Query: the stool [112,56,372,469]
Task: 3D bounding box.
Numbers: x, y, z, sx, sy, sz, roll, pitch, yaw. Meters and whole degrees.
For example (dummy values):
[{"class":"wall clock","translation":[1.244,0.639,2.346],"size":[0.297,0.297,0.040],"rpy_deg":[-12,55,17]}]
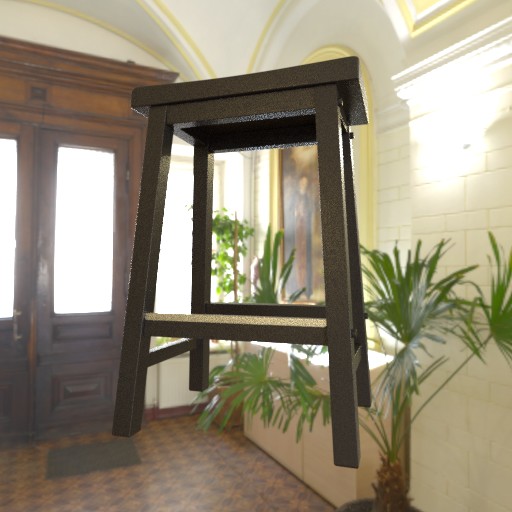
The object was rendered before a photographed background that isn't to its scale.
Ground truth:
[{"class":"stool","translation":[0.000,0.000,0.843],"size":[0.406,0.610,0.322],"rpy_deg":[-1,-2,18]}]
